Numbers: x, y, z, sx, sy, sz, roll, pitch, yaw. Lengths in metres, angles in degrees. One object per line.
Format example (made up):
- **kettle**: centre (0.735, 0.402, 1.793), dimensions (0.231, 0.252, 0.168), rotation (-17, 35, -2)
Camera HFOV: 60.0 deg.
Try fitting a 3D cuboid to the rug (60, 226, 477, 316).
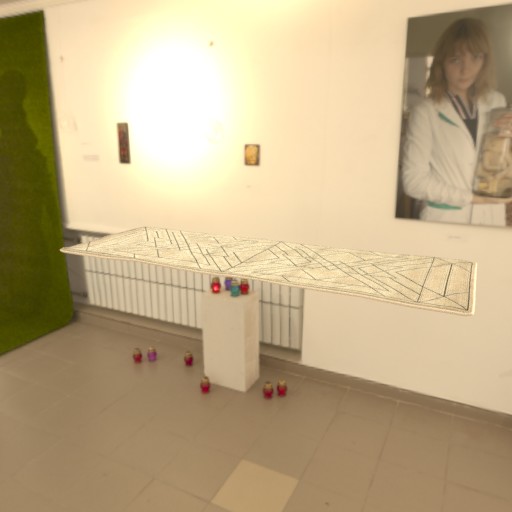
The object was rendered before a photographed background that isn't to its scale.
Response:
- **rug**: centre (0.000, 0.000, 2.658), dimensions (2.381, 0.036, 0.831), rotation (7, 17, 25)
